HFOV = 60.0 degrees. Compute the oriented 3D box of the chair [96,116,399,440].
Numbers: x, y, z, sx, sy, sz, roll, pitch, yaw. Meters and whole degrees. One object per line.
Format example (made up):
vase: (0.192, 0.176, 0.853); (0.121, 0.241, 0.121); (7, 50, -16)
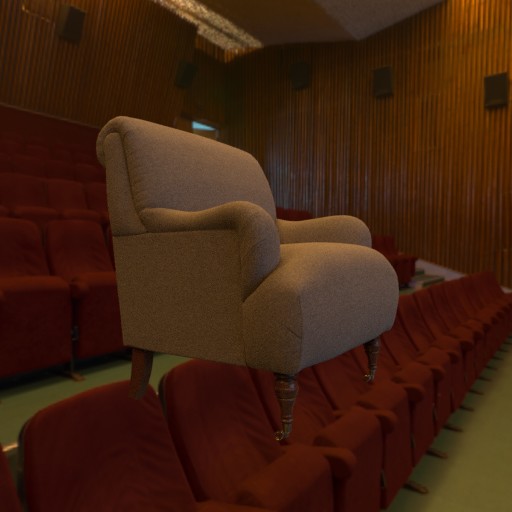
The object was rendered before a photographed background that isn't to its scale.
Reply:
chair: (0.000, 0.000, 1.564); (0.843, 0.942, 0.766); (1, 1, 35)
